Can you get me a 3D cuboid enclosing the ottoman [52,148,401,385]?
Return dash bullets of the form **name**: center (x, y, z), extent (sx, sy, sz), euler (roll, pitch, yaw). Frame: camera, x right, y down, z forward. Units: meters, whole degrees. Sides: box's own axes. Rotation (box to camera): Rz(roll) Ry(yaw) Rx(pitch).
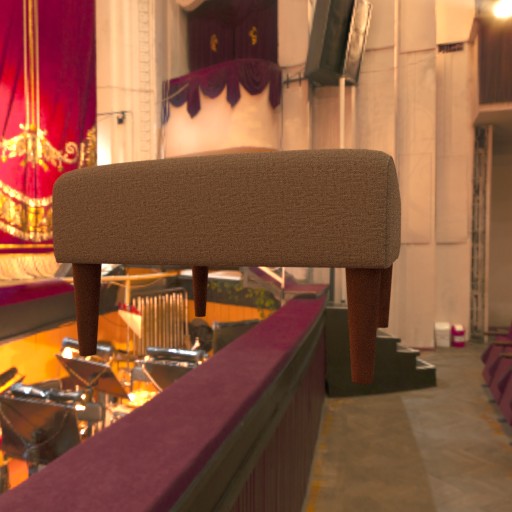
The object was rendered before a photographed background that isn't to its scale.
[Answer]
- **ottoman**: center (0.000, 0.000, 1.060), extent (0.650, 0.398, 0.649), euler (1, 2, 19)
